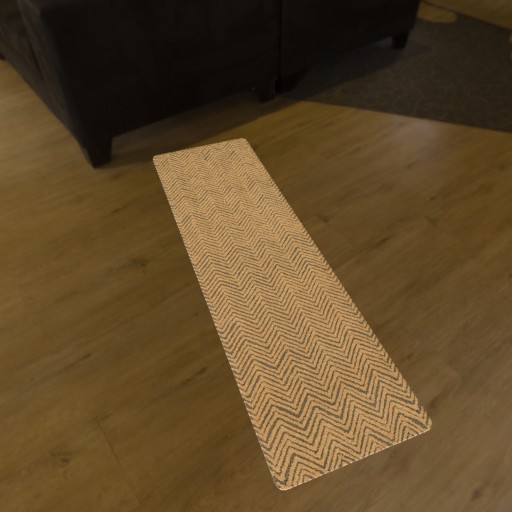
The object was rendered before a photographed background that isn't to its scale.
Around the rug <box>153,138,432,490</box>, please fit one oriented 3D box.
[{"bbox_3d":[0.000,0.000,2.438,0.686,0.008,2.286,-15,49,-14],"label":"rug"}]
